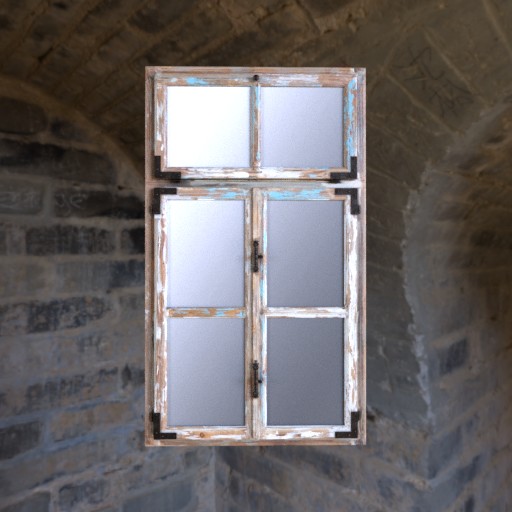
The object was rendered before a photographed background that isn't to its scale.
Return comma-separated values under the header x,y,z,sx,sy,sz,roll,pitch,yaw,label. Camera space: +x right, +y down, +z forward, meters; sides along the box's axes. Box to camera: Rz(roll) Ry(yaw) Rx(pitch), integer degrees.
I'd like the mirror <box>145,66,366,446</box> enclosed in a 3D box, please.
x,y,z,sx,sy,sz,roll,pitch,yaw,label
0.000,0.000,1.414,0.707,1.213,0.083,0,0,-1,mirror
